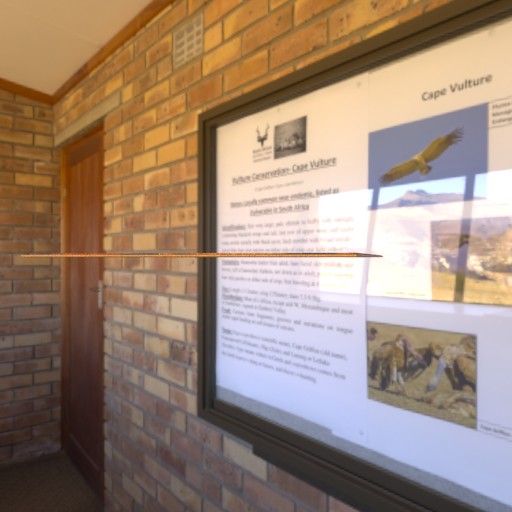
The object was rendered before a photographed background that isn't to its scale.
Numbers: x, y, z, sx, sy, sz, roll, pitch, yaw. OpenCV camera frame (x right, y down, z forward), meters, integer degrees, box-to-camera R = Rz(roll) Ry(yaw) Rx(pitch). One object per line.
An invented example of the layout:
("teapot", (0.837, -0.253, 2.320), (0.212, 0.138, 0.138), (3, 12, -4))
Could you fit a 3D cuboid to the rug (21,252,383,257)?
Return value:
("rug", (0.000, 0.000, 2.194), (1.148, 0.013, 1.758), (0, 0, 18))
